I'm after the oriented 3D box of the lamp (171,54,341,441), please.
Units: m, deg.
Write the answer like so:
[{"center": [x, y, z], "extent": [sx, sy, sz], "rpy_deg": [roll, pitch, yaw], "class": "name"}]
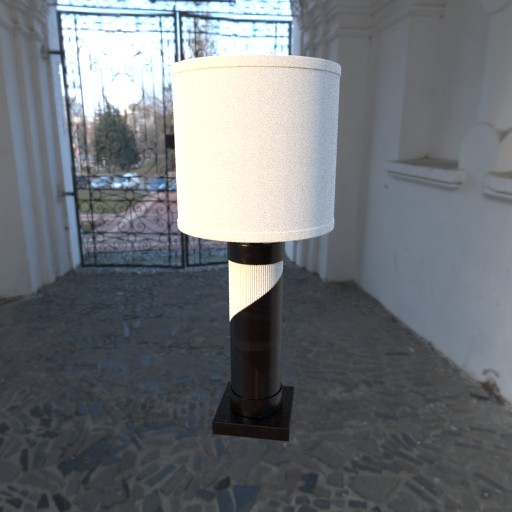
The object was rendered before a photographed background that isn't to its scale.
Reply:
[{"center": [0.000, 0.000, 0.619], "extent": [0.211, 0.509, 0.211], "rpy_deg": [2, 15, 8], "class": "lamp"}]
